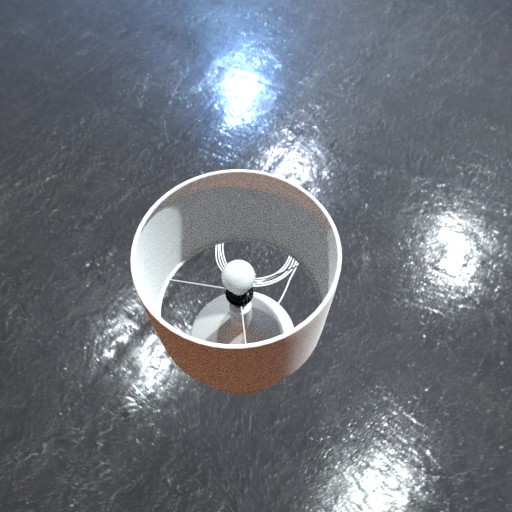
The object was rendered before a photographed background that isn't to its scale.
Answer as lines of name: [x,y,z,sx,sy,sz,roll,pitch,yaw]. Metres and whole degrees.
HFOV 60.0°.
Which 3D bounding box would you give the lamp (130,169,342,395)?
lamp: [0.000,0.000,0.901,0.401,0.457,0.546,30,63,17]
